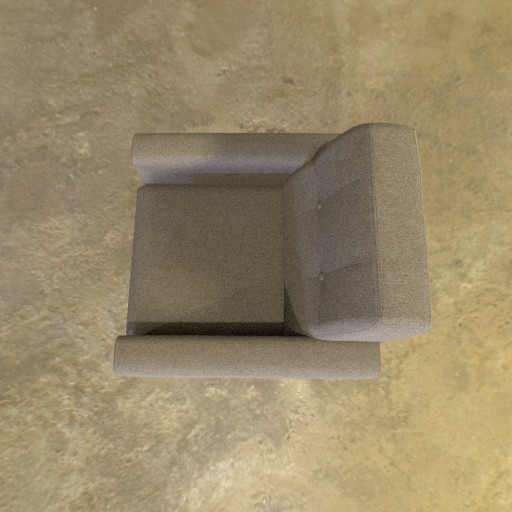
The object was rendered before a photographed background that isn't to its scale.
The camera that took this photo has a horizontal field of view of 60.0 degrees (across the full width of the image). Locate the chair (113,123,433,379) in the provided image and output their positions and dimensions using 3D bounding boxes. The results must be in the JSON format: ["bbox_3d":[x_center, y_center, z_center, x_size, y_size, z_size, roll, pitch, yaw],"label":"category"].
[{"bbox_3d":[0.000,0.000,1.561,0.907,0.839,0.831,1,76,0],"label":"chair"}]
